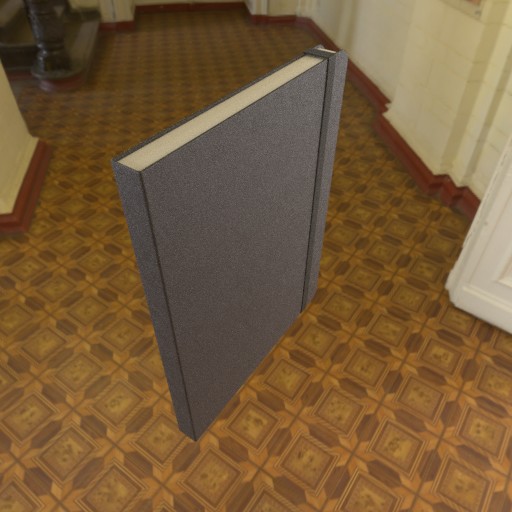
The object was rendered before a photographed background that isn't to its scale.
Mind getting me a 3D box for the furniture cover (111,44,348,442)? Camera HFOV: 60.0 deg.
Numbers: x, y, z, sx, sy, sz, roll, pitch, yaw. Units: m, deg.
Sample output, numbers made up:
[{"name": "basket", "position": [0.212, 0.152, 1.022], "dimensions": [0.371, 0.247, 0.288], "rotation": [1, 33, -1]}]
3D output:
[{"name": "furniture cover", "position": [0.000, 0.000, 0.369], "dimensions": [0.023, 0.281, 0.216], "rotation": [26, 49, 25]}]
